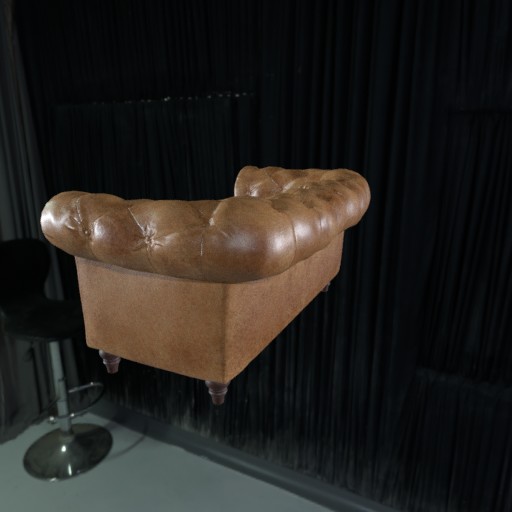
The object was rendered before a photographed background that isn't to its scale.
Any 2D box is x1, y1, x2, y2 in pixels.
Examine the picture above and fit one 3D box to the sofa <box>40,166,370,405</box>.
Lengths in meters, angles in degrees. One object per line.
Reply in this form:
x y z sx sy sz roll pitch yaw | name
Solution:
0.000 0.000 2.490 1.042 0.877 1.979 7 17 24 | sofa
